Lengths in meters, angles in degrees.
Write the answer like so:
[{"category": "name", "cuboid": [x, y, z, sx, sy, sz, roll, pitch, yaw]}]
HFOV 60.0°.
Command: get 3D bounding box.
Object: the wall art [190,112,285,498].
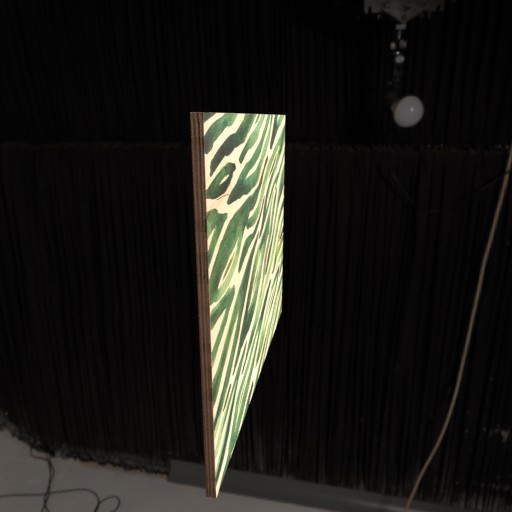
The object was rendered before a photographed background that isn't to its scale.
[{"category": "wall art", "cuboid": [0.000, 0.000, 0.670, 0.012, 0.408, 0.508, 3, 18, 11]}]
